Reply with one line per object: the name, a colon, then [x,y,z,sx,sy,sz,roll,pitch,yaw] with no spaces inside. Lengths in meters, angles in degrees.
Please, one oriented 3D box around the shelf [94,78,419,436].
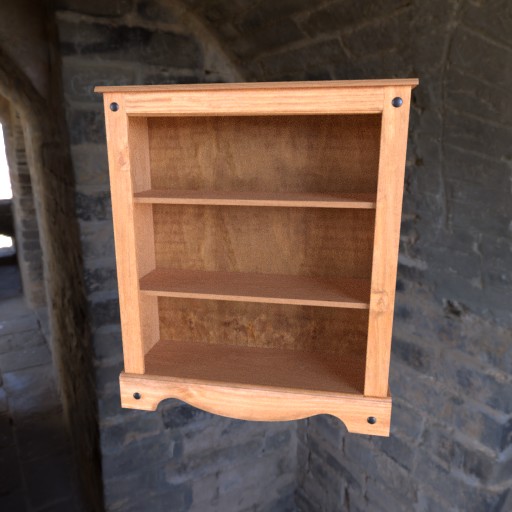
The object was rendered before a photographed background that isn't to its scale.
shelf: [0.000,0.000,1.382,0.840,0.980,0.291,2,14,10]
